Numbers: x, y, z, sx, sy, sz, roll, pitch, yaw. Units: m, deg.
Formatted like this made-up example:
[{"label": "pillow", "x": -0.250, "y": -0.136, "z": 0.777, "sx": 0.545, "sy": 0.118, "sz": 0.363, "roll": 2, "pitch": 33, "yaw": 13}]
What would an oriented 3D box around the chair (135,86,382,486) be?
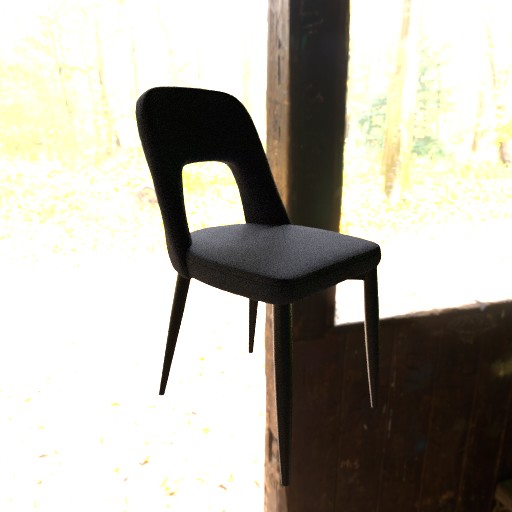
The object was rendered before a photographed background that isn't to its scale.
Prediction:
[{"label": "chair", "x": 0.000, "y": 0.000, "z": 1.259, "sx": 0.612, "sy": 0.931, "sz": 0.470, "roll": 15, "pitch": 22, "yaw": 42}]
